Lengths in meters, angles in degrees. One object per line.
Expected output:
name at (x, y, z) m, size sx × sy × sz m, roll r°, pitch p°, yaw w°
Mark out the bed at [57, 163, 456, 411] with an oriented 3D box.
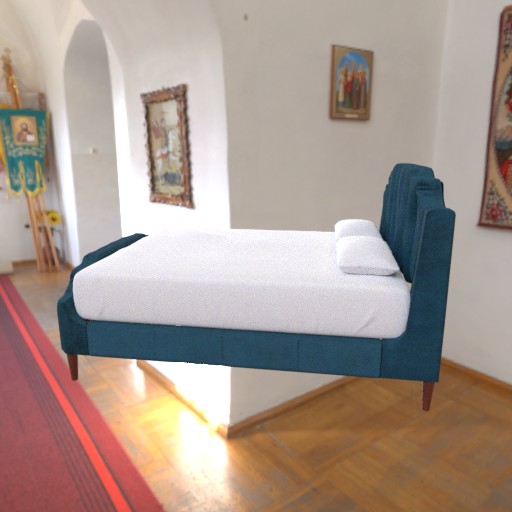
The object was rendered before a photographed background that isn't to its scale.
bed at (0.000, 0.000, 3.317) m, size 2.322 × 1.351 × 1.676 m, roll 2°, pitch 14°, yaw 9°
